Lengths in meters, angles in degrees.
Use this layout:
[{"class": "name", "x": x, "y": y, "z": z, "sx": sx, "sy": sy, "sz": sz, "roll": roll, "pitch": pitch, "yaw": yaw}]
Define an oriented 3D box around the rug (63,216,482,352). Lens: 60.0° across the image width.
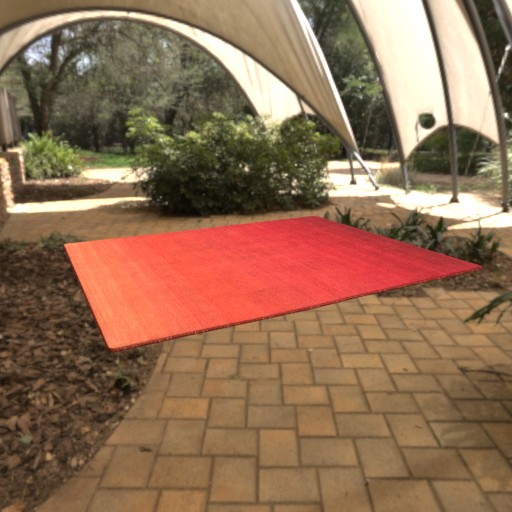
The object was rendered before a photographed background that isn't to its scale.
[{"class": "rug", "x": 0.000, "y": 0.000, "z": 3.865, "sx": 2.905, "sy": 0.028, "sz": 2.340, "roll": -9, "pitch": 19, "yaw": -27}]
